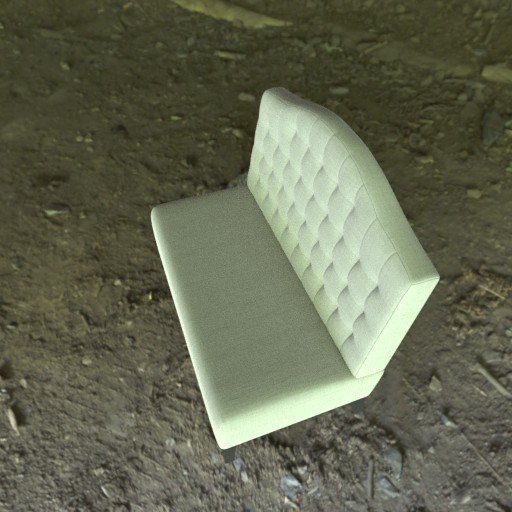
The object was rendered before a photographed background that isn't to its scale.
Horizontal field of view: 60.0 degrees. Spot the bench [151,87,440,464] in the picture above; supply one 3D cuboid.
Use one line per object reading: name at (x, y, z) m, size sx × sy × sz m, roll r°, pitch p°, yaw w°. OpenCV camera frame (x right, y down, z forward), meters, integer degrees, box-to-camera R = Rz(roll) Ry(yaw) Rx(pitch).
bench at (0.000, 0.000, 2.067) m, size 0.815 × 1.180 × 1.335 m, roll -15°, pitch 50°, yaw -13°
